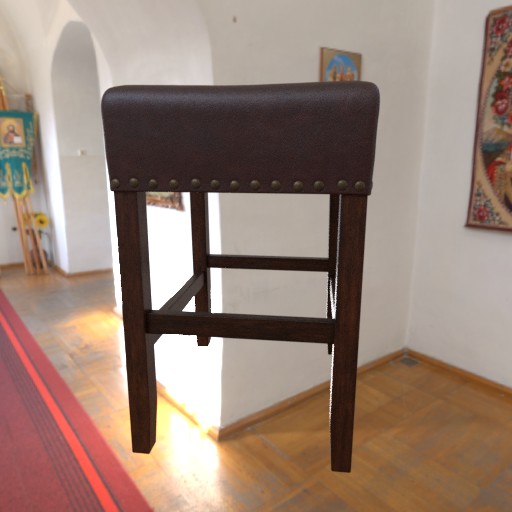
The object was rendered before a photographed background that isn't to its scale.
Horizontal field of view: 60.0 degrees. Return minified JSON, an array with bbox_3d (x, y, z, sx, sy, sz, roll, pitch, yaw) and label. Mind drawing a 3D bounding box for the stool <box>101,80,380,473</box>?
[{"bbox_3d":[0.000,0.000,0.896,0.397,0.608,0.465,2,14,7],"label":"stool"}]
